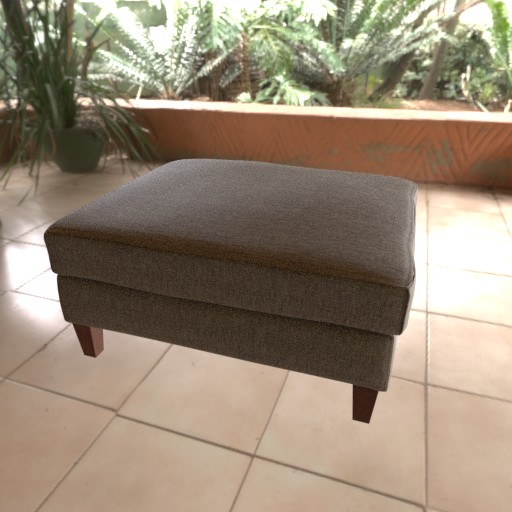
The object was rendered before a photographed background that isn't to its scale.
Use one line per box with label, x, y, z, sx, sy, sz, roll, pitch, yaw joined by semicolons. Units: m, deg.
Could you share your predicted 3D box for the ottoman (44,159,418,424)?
ottoman;0.000;0.000;1.508;0.994;0.492;0.839;8;28;16
